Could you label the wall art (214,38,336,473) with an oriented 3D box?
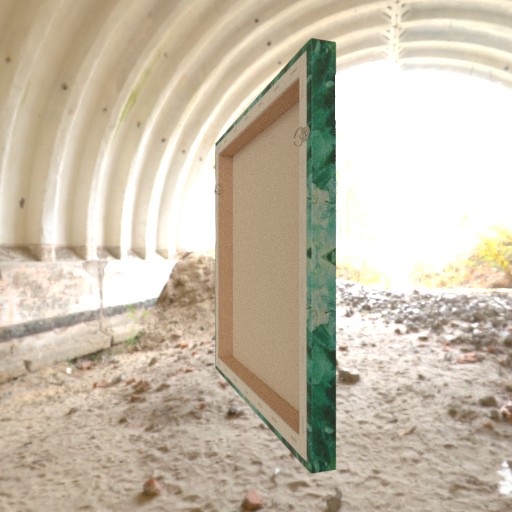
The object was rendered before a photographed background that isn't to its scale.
[{"bbox_3d":[0.000,0.000,0.757,0.038,0.508,0.507,0,0,-18],"label":"wall art"}]
